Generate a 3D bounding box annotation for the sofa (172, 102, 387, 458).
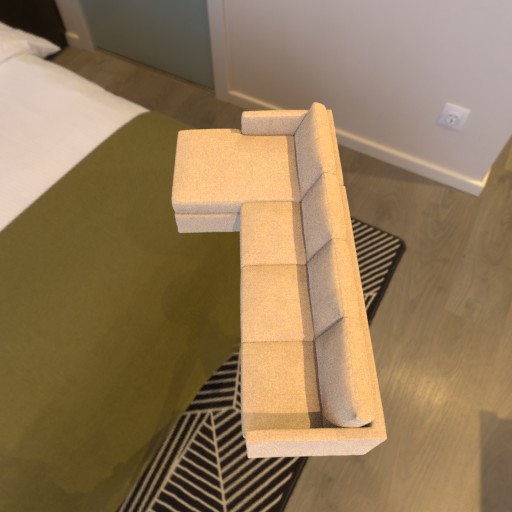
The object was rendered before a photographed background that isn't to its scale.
[{"bbox_3d":[0.000,0.000,3.927,1.638,0.920,3.198,-1,58,-1],"label":"sofa"}]
